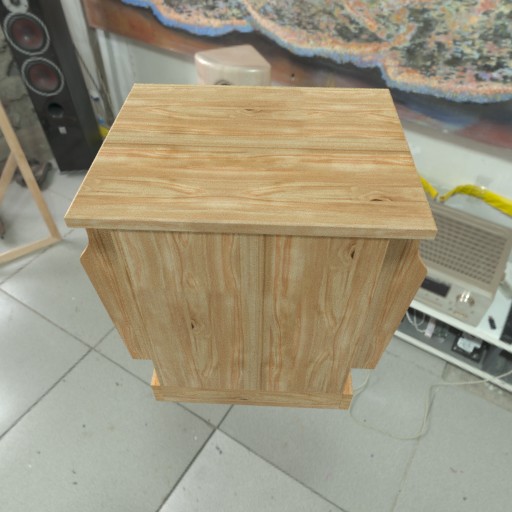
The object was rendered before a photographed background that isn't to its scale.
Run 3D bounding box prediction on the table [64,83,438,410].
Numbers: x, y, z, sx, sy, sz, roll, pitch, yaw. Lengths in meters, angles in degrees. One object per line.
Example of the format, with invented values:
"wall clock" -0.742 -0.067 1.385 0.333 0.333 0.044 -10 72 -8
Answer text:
"table" 0.000 0.000 0.871 0.530 0.515 0.380 2 46 2
